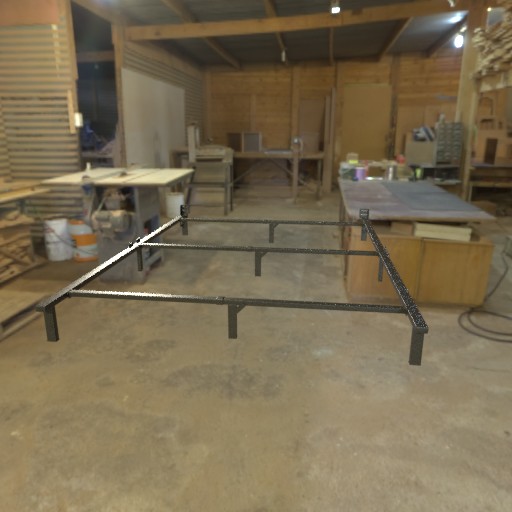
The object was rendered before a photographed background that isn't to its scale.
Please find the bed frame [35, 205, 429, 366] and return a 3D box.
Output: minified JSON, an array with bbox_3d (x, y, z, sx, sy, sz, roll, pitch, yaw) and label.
[{"bbox_3d":[0.000,0.000,2.607,1.498,0.248,1.990,2,16,7],"label":"bed frame"}]
